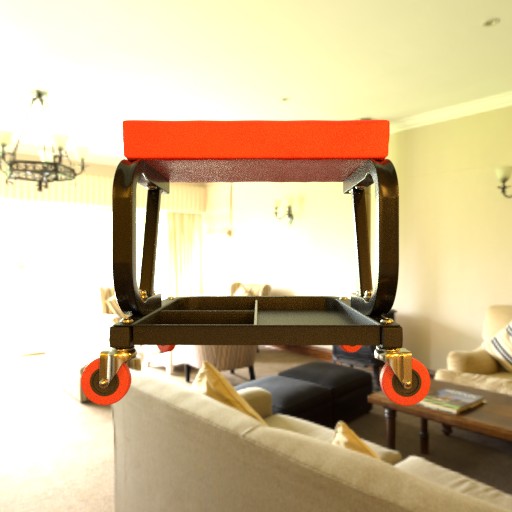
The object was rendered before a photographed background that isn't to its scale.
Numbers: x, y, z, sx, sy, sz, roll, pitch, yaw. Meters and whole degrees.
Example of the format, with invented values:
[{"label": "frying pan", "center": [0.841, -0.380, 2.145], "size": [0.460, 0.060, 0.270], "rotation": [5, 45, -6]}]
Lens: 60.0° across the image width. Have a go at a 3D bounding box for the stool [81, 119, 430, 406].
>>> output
[{"label": "stool", "center": [0.000, 0.000, 0.732], "size": [0.446, 0.380, 0.371], "rotation": [0, 0, 0]}]
